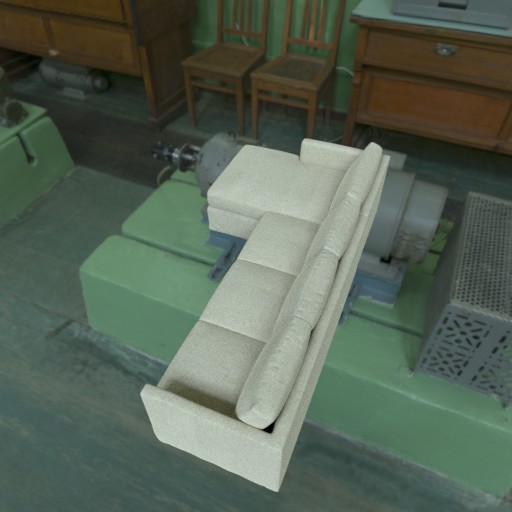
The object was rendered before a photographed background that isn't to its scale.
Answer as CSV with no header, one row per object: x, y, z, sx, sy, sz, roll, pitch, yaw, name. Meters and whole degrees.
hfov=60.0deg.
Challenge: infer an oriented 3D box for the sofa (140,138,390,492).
0.000,0.000,3.875,1.650,0.922,3.205,17,48,16,sofa
